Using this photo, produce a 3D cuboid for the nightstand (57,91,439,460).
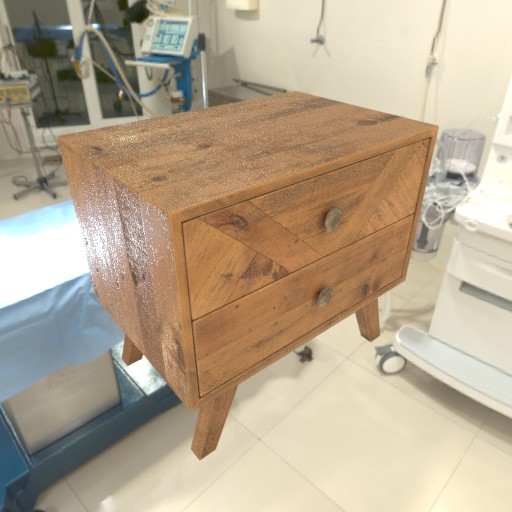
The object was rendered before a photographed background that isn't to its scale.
[{"bbox_3d":[0.000,0.000,1.061,0.650,0.599,0.450,-23,39,-32],"label":"nightstand"}]
